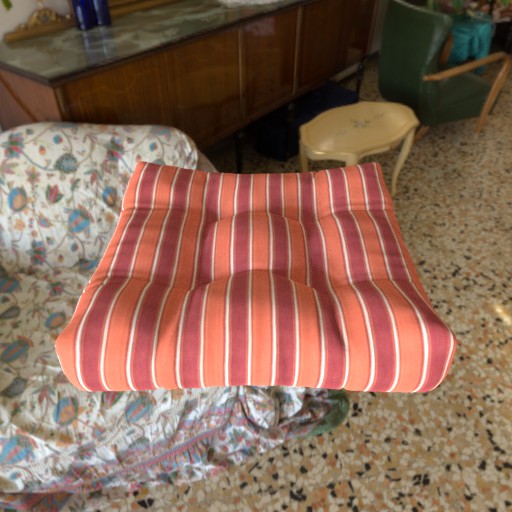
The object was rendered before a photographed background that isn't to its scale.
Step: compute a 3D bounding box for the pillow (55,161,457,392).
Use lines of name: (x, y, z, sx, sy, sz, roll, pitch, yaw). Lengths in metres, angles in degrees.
pillow: (0.000, 0.000, 0.715, 0.490, 0.133, 0.468, 0, 41, 1)
